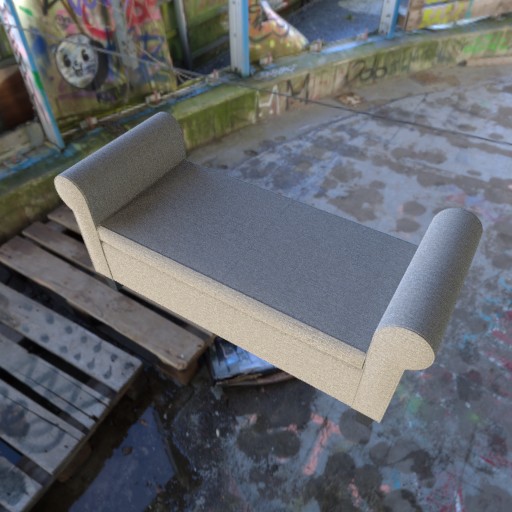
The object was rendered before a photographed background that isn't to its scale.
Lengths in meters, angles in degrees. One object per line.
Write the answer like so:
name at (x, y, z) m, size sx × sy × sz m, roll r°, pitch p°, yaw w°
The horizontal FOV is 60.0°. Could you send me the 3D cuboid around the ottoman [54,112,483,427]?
ottoman at (0.000, 0.000, 1.533) m, size 1.256 × 0.547 × 0.521 m, roll 24°, pitch 50°, yaw 22°
